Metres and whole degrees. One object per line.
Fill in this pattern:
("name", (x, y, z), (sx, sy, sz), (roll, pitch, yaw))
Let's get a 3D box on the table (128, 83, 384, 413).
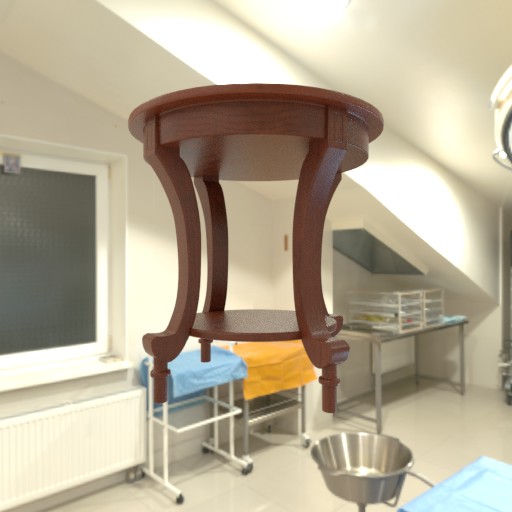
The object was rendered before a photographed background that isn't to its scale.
("table", (0.000, 0.000, 1.078), (0.597, 0.612, 0.597), (0, 0, 0))
